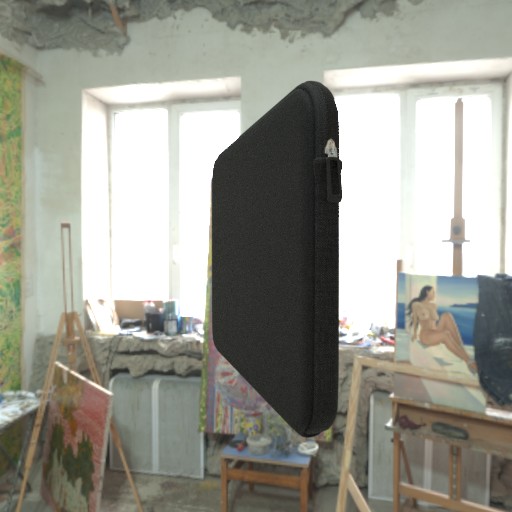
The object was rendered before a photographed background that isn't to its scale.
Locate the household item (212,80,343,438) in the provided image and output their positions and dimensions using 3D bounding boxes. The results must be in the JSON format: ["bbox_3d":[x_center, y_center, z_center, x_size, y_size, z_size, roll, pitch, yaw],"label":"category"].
[{"bbox_3d":[0.000,0.000,0.524,0.030,0.305,0.396,0,2,-18],"label":"household item"}]
